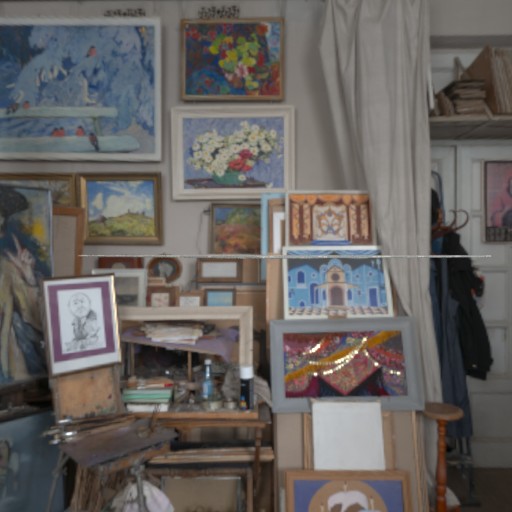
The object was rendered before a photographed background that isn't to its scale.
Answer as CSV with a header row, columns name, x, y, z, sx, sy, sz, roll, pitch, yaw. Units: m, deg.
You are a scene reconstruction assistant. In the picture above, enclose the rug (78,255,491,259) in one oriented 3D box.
name,x,y,z,sx,sy,sz,roll,pitch,yaw
rug,0.000,0.000,4.335,2.438,0.013,3.353,0,0,-37
